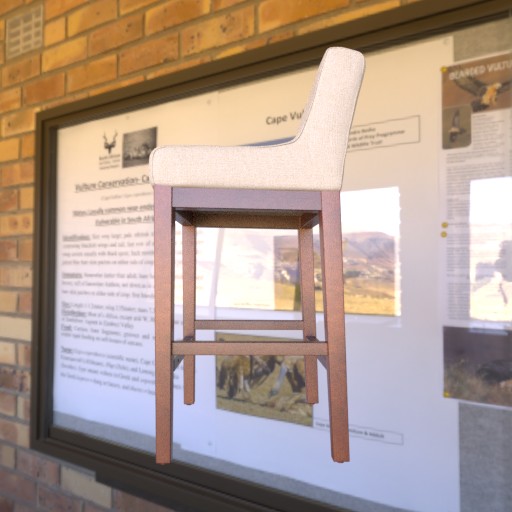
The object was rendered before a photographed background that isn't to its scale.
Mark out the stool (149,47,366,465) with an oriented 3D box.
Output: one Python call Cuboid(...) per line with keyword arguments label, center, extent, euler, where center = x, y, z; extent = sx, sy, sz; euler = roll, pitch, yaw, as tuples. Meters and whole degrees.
Cuboid(label="stool", center=(0.000, 0.000, 1.224), extent=(0.500, 0.937, 0.511), euler=(0, -2, -1))
